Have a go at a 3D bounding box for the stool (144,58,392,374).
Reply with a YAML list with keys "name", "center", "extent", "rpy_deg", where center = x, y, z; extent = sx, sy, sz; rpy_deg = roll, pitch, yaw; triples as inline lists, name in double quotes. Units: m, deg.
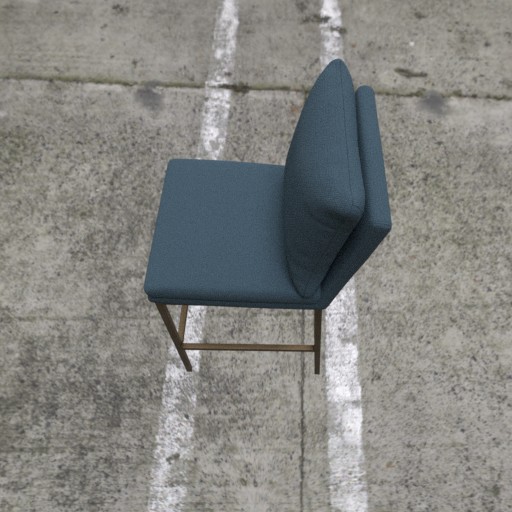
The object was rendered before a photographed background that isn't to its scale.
- name: "stool"
  center: [0.000, 0.000, 1.411]
  extent: [0.568, 1.124, 0.463]
  rpy_deg: [2, 59, 1]
